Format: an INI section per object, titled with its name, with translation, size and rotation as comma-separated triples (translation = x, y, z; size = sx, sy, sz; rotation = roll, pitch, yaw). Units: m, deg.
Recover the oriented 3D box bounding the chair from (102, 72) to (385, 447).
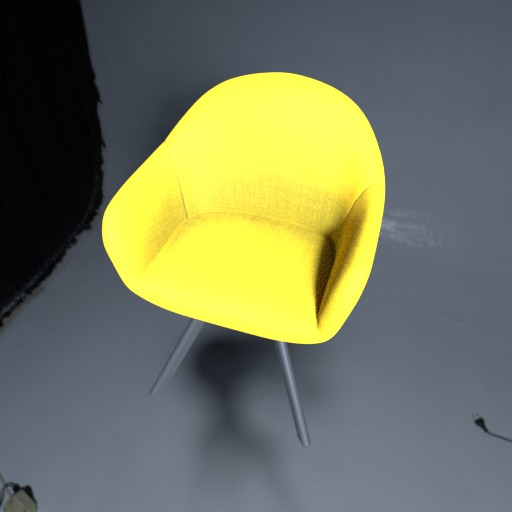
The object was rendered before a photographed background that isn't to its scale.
[chair]
translation = 0.000, 0.000, 1.185
size = 0.590, 0.795, 0.550
rotation = 13, 44, 14
